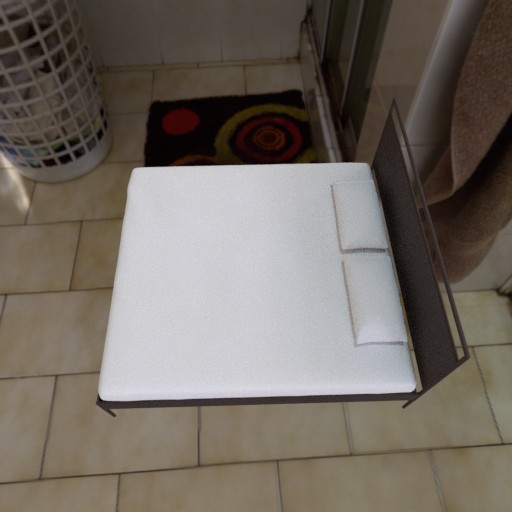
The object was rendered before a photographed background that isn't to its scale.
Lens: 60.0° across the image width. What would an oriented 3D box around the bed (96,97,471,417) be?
[{"bbox_3d":[0.000,0.000,3.268,2.151,1.173,1.993,-1,59,-1],"label":"bed"}]
